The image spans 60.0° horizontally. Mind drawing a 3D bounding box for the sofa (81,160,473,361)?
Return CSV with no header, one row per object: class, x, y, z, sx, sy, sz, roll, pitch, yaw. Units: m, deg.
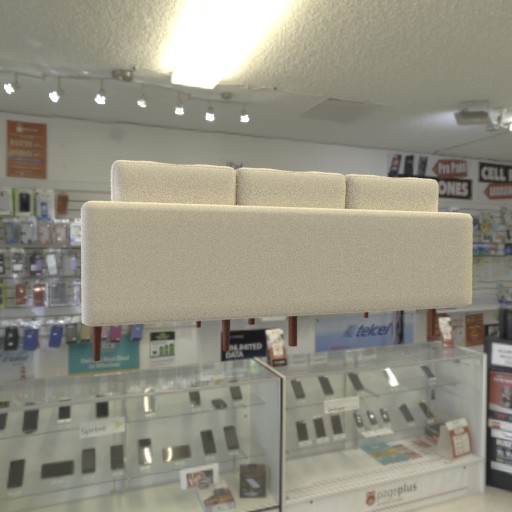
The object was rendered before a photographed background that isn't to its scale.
sofa,0.000,0.000,2.863,2.029,0.899,1.580,0,1,-19
